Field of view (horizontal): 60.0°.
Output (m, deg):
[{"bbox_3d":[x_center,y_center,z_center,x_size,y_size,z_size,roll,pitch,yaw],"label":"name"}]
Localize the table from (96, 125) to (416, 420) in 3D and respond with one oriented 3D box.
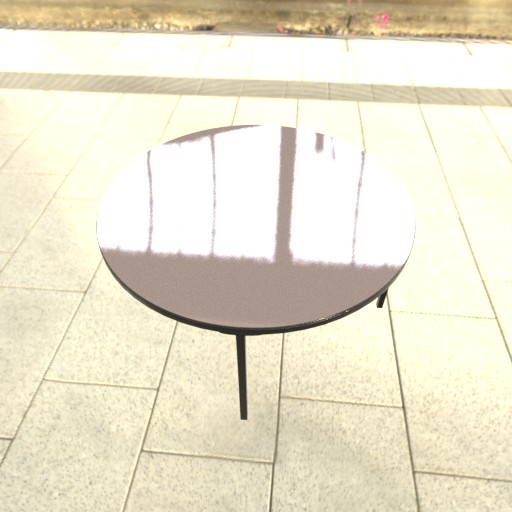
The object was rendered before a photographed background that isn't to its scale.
[{"bbox_3d":[0.000,0.000,1.282,0.800,0.400,0.800,0,45,0],"label":"table"}]
